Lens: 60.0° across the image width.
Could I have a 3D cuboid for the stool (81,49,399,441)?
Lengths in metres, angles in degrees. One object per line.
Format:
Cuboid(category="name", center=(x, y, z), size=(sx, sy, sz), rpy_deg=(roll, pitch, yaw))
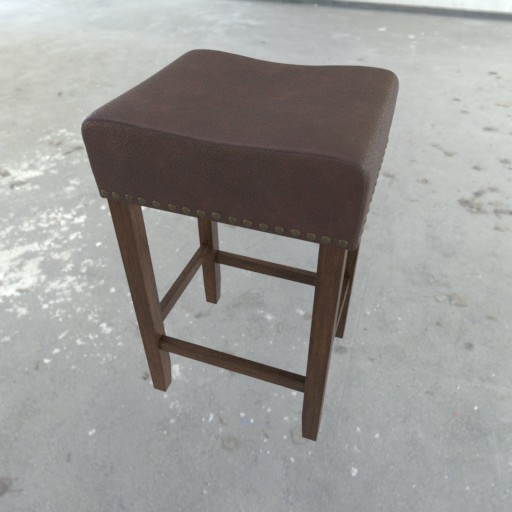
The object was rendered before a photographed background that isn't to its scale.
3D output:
Cuboid(category="stool", center=(0.000, 0.000, 1.019), size=(0.465, 0.769, 0.401), rpy_deg=(13, 42, 15))
